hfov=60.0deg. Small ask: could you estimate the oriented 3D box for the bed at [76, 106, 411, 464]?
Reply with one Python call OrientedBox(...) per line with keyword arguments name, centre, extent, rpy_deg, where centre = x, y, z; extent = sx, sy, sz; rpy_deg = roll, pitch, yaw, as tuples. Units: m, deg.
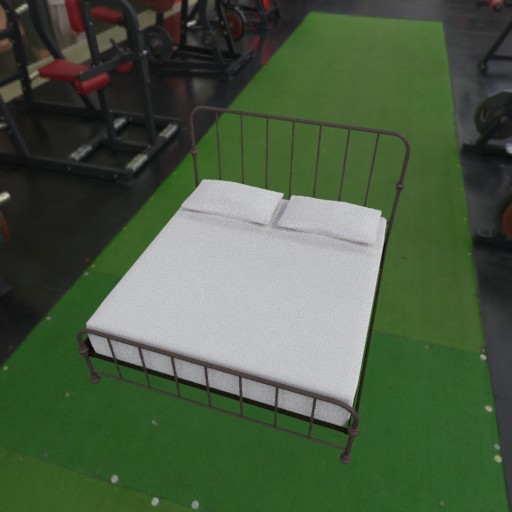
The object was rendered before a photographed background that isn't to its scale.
OrientedBox(name="bed", centre=(0.000, 0.000, 3.526), extent=(2.044, 1.446, 2.134), rpy_deg=(12, 42, 14))
